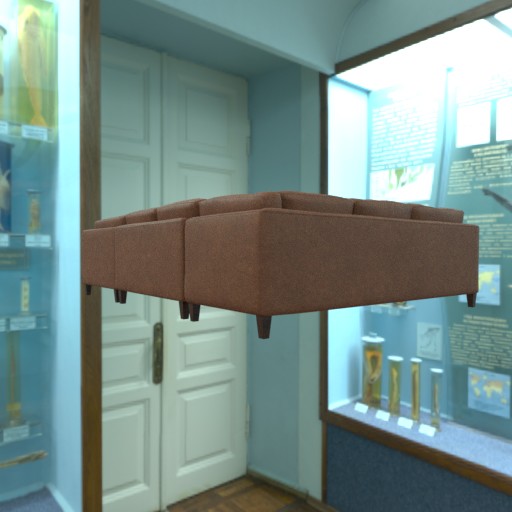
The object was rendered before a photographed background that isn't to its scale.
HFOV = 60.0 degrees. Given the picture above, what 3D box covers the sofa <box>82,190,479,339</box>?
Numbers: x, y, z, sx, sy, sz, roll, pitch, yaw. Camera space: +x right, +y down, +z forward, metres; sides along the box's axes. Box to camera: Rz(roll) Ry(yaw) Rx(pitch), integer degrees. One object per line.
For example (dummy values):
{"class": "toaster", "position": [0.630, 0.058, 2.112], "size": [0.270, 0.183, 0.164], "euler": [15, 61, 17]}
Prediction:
{"class": "sofa", "position": [0.000, 0.000, 4.632], "size": [2.593, 0.923, 3.460], "euler": [0, 1, -37]}
